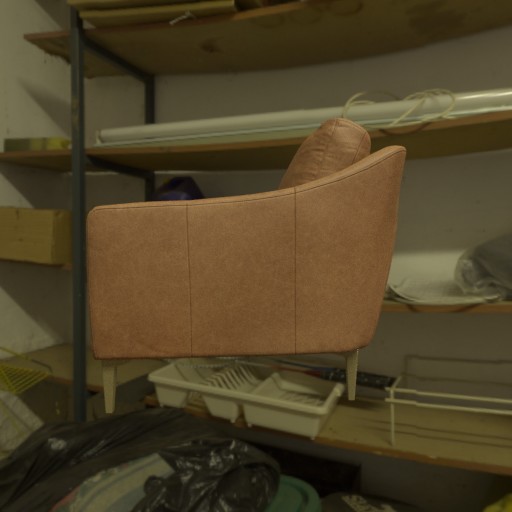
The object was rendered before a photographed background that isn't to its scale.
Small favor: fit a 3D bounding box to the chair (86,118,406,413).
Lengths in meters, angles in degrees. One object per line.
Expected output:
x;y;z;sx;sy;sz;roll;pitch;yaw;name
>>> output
0.000;0.000;1.708;0.963;0.895;0.988;0;1;1;chair
